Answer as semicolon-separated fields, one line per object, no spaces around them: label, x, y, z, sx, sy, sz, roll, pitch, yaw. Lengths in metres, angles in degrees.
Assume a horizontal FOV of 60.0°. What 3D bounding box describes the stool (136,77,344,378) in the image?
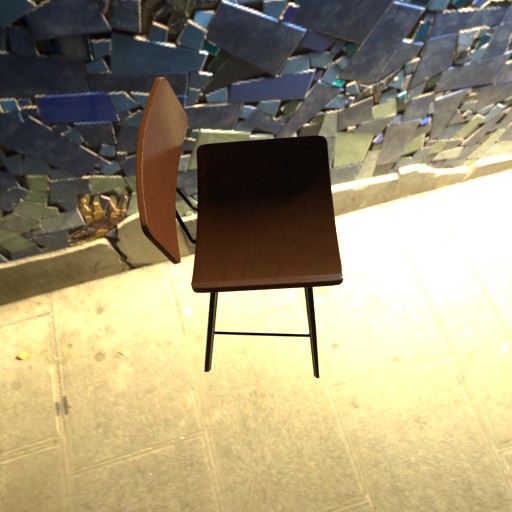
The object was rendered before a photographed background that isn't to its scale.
stool;0.000;0.000;1.256;0.440;0.969;0.509;-1;64;-1
